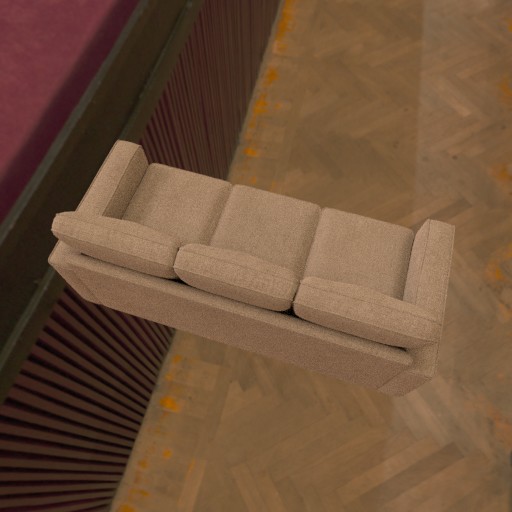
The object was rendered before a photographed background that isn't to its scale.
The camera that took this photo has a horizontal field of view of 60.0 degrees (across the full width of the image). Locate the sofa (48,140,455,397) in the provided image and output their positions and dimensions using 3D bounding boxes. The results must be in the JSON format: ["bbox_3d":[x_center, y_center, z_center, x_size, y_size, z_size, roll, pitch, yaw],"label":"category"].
[{"bbox_3d":[0.000,0.000,2.630,2.133,0.965,0.939,16,65,8],"label":"sofa"}]
